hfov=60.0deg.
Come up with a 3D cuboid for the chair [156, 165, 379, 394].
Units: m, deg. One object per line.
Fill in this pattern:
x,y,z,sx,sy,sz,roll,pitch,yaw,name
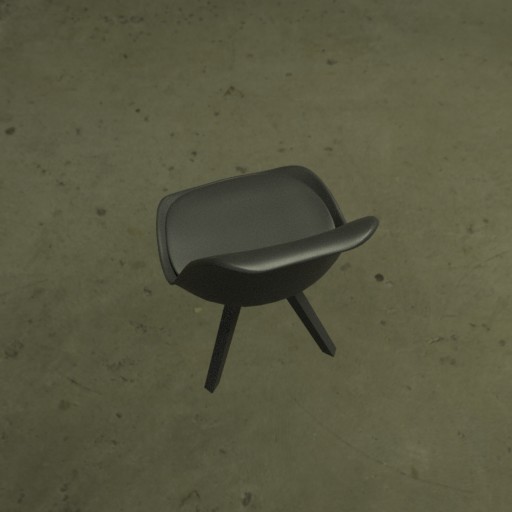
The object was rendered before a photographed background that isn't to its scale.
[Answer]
0.000,0.000,1.180,0.485,0.850,0.550,-14,59,-9,chair
